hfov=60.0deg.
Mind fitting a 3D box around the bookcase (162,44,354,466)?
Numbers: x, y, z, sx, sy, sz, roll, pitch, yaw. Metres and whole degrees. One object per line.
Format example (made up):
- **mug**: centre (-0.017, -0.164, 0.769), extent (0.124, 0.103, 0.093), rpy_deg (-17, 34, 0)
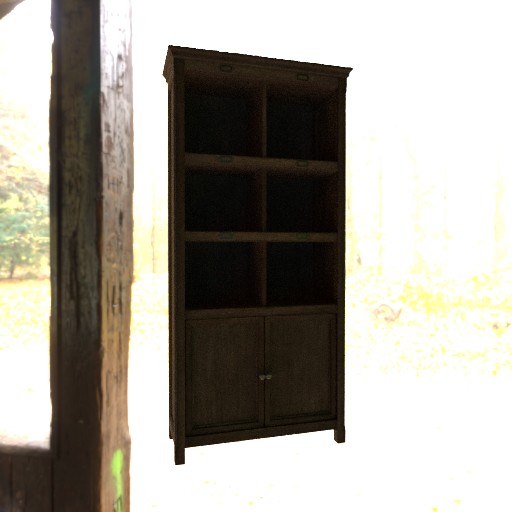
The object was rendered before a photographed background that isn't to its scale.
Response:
- **bookcase**: centre (0.000, 0.000, 2.246), extent (0.906, 1.880, 0.348), rpy_deg (0, 1, -16)
